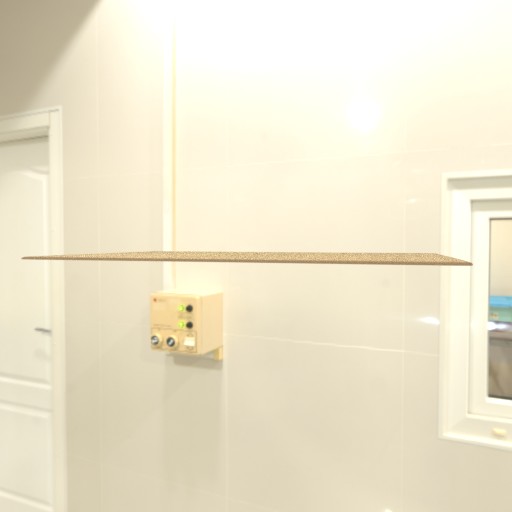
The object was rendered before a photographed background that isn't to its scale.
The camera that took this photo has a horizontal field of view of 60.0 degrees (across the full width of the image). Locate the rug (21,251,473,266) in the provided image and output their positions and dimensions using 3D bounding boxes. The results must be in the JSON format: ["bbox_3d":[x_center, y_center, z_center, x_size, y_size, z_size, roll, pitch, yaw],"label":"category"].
[{"bbox_3d":[0.000,0.000,2.058,1.668,0.012,1.061,1,2,17],"label":"rug"}]
